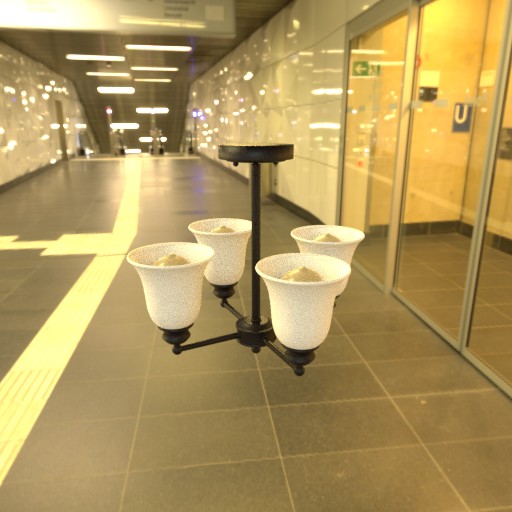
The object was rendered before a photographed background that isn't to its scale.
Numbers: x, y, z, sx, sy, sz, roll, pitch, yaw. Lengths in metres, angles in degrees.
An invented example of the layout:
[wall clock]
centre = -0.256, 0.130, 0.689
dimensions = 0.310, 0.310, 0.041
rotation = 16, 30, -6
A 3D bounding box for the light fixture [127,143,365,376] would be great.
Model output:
[light fixture]
centre = 0.000, 0.000, 1.893
dimensions = 1.069, 0.925, 1.069
rotation = -8, 19, -26
